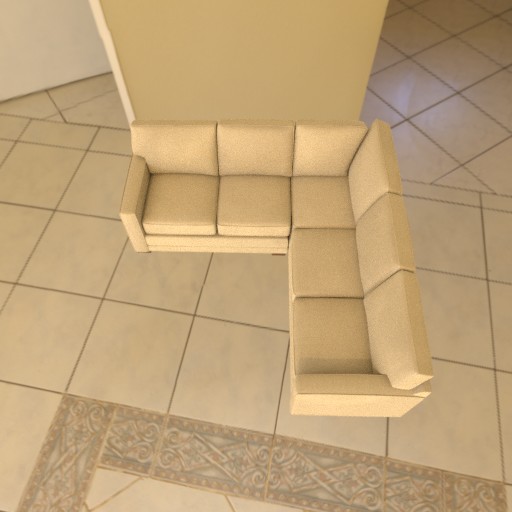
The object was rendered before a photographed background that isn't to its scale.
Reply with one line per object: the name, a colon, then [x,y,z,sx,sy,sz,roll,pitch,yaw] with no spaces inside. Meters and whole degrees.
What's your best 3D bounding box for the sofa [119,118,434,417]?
sofa: [0.000,0.000,3.443,2.182,0.939,2.189,1,59,1]
